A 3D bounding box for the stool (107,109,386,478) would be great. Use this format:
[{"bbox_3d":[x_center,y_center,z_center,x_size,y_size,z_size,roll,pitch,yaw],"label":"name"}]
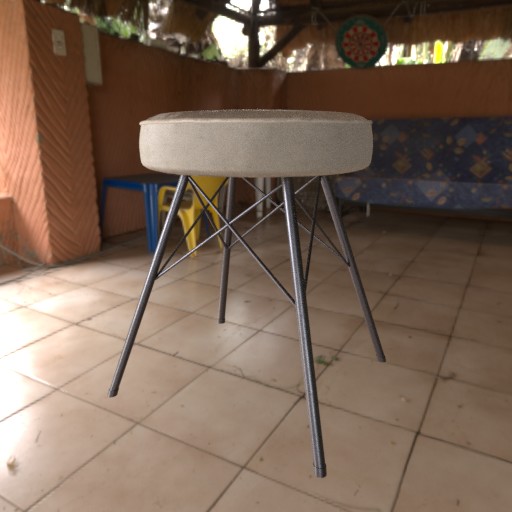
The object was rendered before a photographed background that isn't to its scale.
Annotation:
[{"bbox_3d":[0.000,0.000,0.873,0.457,0.538,0.423,8,18,27],"label":"stool"}]
